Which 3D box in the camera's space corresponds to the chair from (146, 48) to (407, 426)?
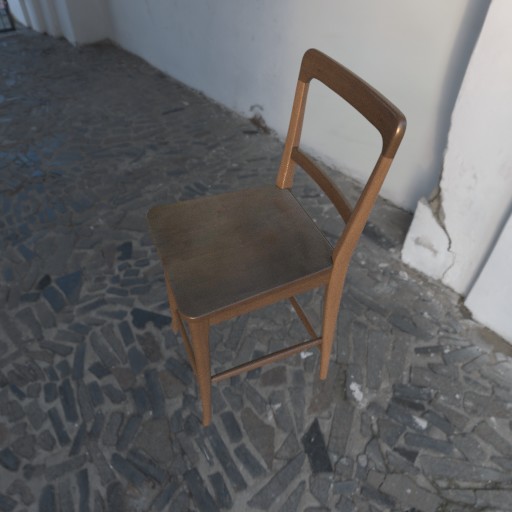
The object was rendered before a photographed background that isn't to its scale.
[{"bbox_3d":[0.000,0.000,1.313,0.546,0.991,0.450,-16,47,-15],"label":"chair"}]
